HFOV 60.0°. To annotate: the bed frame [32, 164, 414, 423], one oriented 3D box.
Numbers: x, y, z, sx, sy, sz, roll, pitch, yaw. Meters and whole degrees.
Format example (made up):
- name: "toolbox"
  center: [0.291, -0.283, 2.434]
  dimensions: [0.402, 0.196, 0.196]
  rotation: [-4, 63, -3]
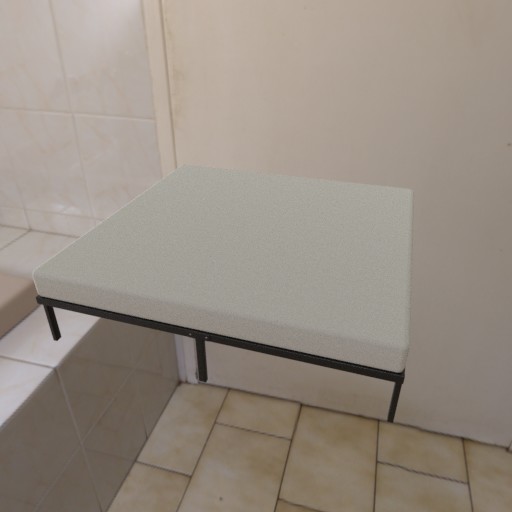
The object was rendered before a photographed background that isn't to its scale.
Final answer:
- name: "bed frame"
  center: [0.000, 0.000, 4.024]
  dimensions: [2.635, 0.680, 2.526]
  rotation: [9, 32, 15]
